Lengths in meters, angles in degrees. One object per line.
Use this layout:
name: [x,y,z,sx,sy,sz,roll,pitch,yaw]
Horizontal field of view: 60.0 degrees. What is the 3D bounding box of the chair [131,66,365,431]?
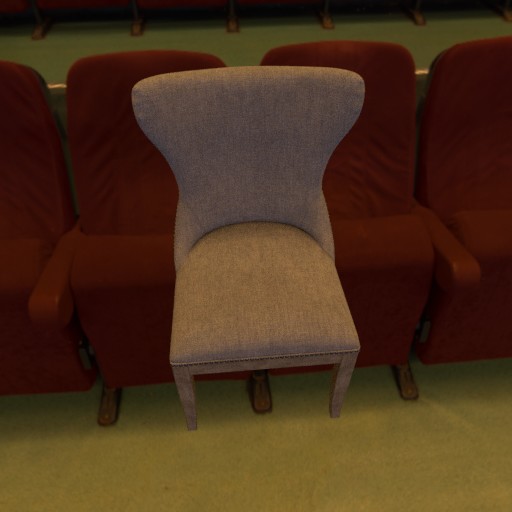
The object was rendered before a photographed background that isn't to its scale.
chair: [0.000,0.000,1.429,0.654,1.002,0.681,-4,46,-4]
